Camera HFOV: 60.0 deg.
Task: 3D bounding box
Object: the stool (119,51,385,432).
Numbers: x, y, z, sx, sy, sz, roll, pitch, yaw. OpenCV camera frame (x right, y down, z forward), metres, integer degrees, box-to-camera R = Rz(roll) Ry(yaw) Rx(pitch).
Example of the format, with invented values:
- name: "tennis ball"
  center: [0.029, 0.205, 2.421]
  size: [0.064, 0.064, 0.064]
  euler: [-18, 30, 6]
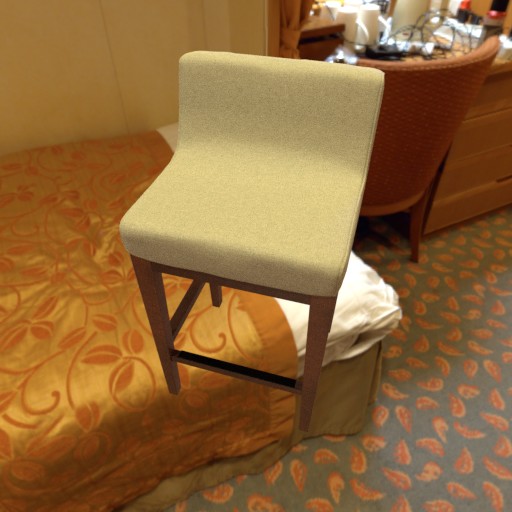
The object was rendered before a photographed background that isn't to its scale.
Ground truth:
- name: "stool"
  center: [0.000, 0.000, 1.240]
  size: [0.511, 0.937, 0.500]
  euler: [11, 43, 12]
